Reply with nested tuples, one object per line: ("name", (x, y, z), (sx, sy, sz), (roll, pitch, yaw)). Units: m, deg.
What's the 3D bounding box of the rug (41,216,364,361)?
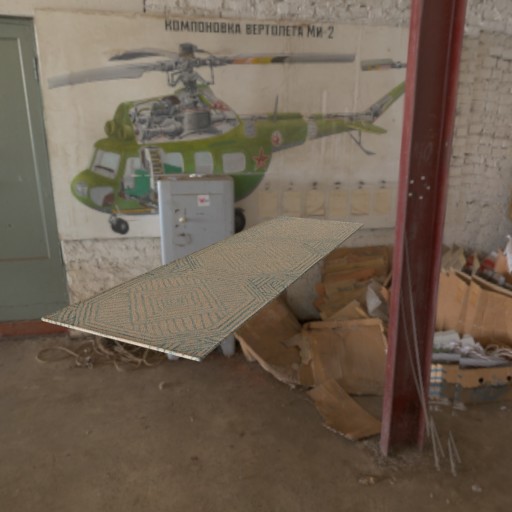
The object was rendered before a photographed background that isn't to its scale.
("rug", (0.000, 0.000, 2.708), (0.775, 0.012, 2.452), (8, 18, 25))
